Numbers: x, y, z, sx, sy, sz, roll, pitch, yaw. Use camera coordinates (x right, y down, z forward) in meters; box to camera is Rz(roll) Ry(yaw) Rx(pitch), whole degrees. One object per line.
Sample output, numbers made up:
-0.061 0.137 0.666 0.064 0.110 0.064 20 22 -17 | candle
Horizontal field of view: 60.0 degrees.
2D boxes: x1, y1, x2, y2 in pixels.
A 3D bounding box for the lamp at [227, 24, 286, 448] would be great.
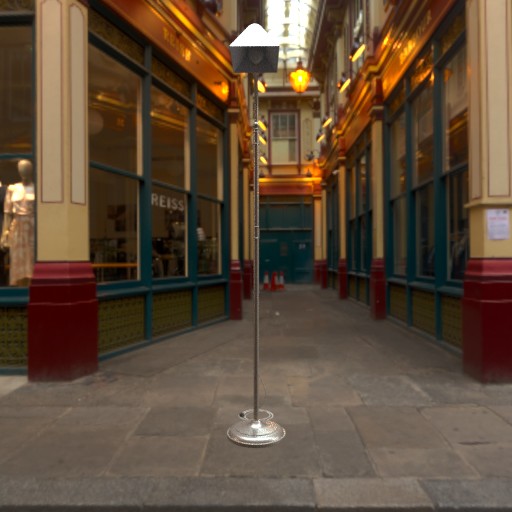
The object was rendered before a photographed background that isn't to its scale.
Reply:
0.000 0.000 1.850 0.256 1.571 0.813 0 0 1 | lamp
